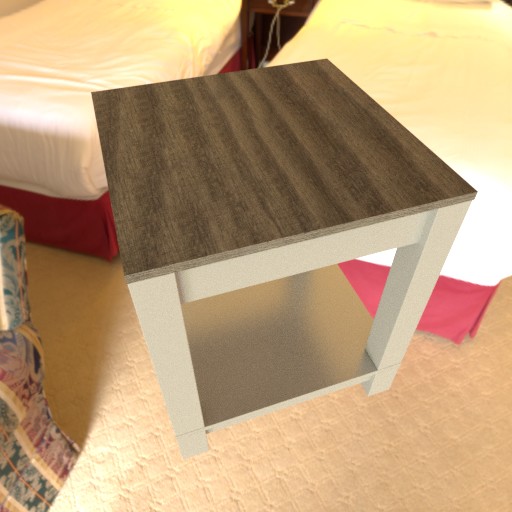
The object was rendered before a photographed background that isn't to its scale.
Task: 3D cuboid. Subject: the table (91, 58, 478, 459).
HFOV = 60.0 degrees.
[{"bbox_3d":[0.000,0.000,0.960,0.504,0.587,0.506,-14,47,-13],"label":"table"}]
